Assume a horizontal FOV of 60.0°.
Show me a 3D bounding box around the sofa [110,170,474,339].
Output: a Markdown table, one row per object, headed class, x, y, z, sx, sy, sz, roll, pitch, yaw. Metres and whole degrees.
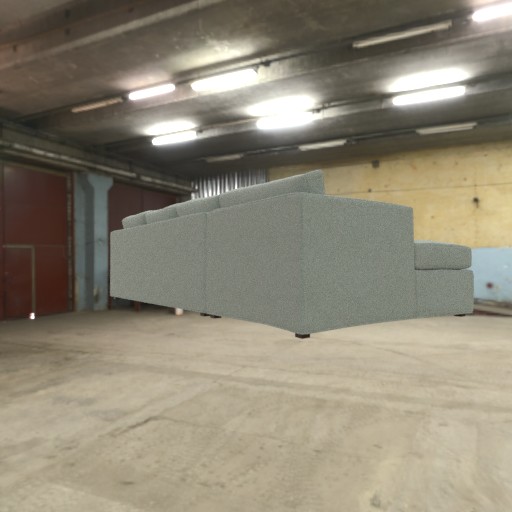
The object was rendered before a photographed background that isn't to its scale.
| class | x | y | z | sx | sy | sz | roll | pitch | yaw |
| --- | --- | --- | --- | --- | --- | --- | --- | --- | --- |
| sofa | 0.000 | 0.000 | 3.977 | 1.650 | 0.922 | 3.205 | 1 | -2 | -35 |
